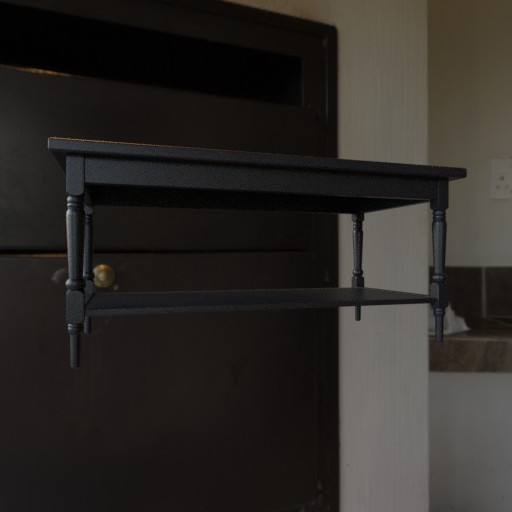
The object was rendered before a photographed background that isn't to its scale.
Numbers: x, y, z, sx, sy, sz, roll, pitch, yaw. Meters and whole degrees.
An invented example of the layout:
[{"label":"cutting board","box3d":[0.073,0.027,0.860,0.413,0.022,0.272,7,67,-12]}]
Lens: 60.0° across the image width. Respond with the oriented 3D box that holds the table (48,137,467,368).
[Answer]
[{"label":"table","box3d":[0.000,0.000,1.377,1.107,0.510,0.550,0,0,-18]}]
